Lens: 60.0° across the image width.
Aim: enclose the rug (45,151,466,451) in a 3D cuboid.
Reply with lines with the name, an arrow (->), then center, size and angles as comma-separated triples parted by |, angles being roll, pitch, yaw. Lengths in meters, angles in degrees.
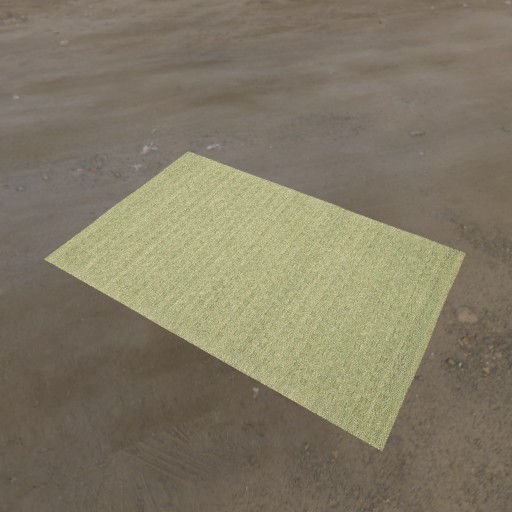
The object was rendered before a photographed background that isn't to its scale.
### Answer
rug -> 0.000, 0.000, 2.191 | 1.747, 0.006, 1.143 | 24, 50, 22
